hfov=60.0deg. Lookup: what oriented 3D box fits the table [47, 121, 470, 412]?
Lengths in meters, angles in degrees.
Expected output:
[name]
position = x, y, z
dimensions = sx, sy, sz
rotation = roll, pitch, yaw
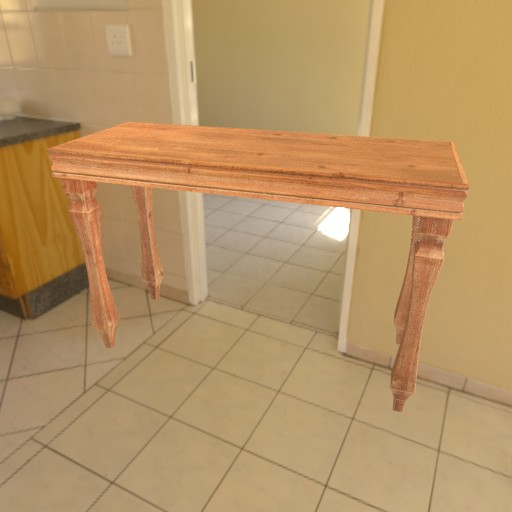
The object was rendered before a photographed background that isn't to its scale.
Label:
[table]
position = 0.000, 0.000, 1.751
dimensions = 1.330, 0.873, 0.522
rotation = 8, 28, 15
